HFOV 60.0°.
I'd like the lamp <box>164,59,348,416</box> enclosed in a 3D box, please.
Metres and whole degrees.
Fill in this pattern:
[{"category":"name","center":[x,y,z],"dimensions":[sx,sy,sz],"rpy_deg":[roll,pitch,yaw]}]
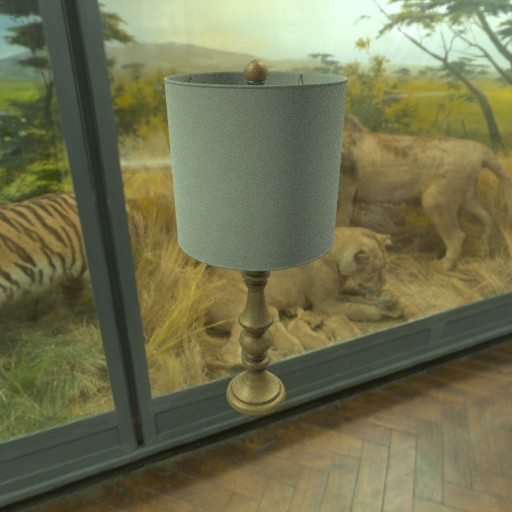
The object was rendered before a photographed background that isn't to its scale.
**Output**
[{"category":"lamp","center":[0.000,0.000,0.735],"dimensions":[0.250,0.597,0.250],"rpy_deg":[17,31,31]}]
